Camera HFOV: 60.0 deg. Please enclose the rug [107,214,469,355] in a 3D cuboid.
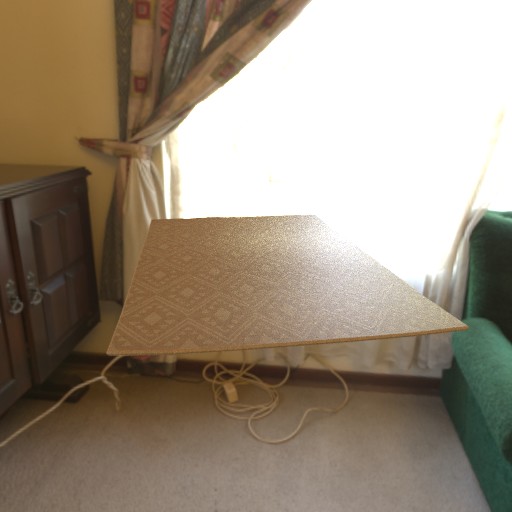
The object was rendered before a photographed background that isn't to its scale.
[{"bbox_3d":[0.000,0.000,2.990,1.553,0.053,2.430,-3,18,-8],"label":"rug"}]
